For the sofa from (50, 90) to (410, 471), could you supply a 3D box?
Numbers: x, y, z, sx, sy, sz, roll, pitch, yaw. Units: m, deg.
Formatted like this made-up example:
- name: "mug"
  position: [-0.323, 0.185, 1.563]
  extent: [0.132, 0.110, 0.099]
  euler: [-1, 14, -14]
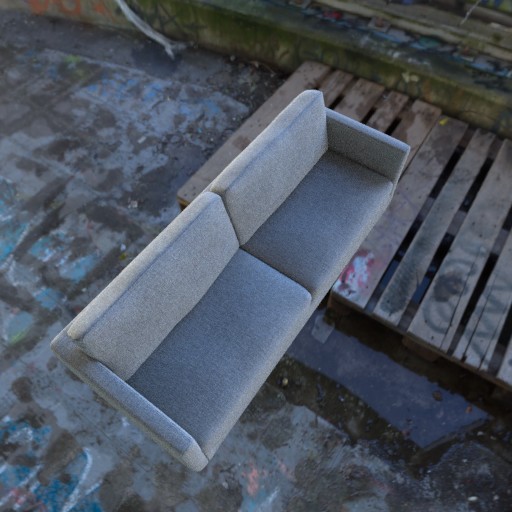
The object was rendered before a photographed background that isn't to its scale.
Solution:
- name: "sofa"
  position: [0.000, 0.000, 2.880]
  extent: [0.948, 0.951, 2.434]
  euler: [31, 63, 18]
